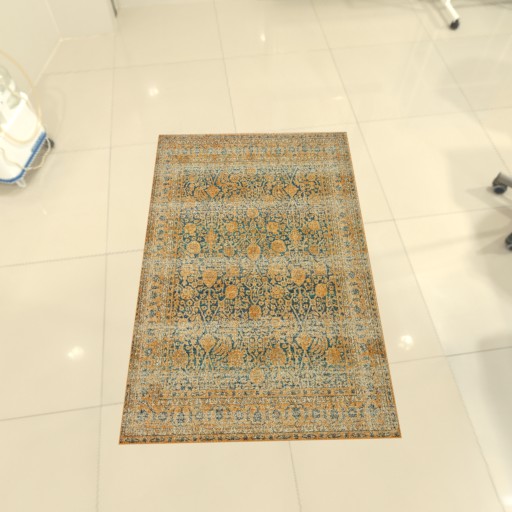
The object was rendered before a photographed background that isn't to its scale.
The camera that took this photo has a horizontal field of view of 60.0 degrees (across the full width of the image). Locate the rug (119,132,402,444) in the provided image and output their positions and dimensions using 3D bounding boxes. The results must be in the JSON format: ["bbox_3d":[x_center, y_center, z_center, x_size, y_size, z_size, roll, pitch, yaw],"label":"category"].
[{"bbox_3d":[0.000,0.000,2.993,1.525,0.007,2.336,-1,59,-1],"label":"rug"}]
